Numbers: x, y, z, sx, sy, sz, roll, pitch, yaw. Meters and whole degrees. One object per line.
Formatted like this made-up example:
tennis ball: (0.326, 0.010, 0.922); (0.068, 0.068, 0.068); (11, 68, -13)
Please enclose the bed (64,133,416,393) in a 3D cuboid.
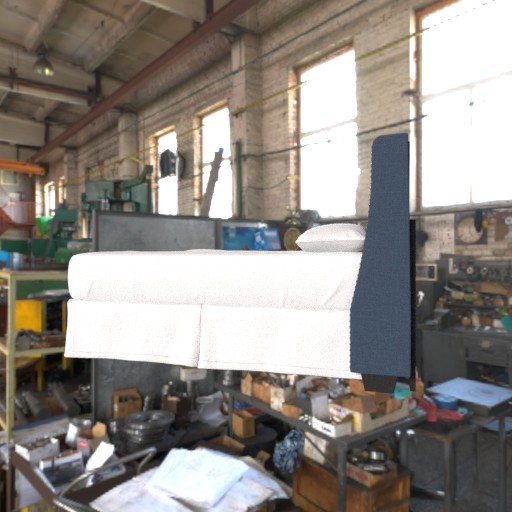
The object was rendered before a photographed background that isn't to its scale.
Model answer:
bed: (0.000, 0.000, 3.372); (2.237, 1.407, 1.710); (0, 0, 18)
